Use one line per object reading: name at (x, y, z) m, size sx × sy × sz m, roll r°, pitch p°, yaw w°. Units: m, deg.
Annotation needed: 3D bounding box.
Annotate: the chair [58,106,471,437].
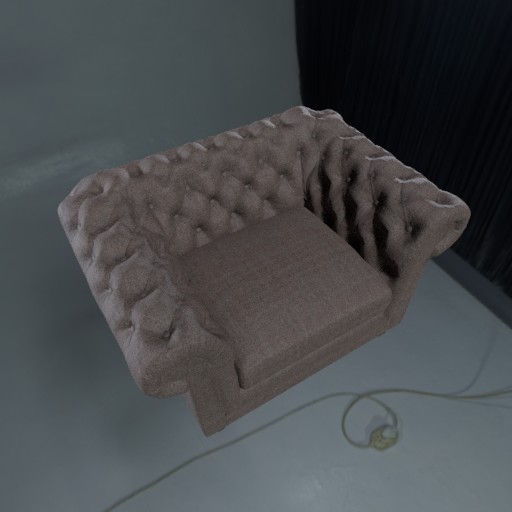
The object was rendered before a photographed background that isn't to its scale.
chair at (0.000, 0.000, 1.857) m, size 1.298 × 0.780 × 0.945 m, roll -24°, pitch 52°, yaw -21°
